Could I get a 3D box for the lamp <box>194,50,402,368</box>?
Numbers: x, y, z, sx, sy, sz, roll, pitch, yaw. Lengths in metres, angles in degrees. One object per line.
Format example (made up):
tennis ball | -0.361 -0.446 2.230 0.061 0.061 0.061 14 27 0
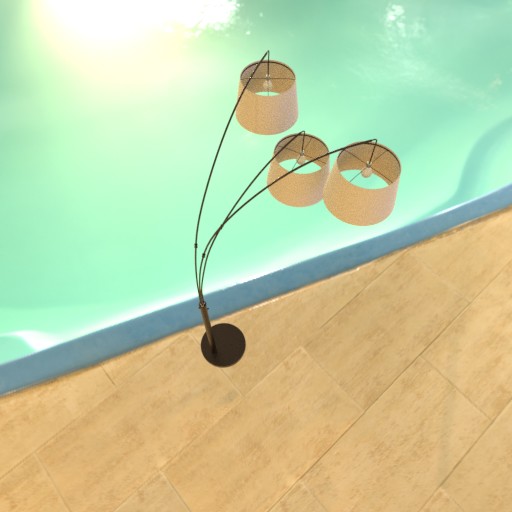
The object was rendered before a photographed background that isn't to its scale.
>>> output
lamp | 0.000 0.000 2.484 0.924 1.950 0.951 -32 64 -17
